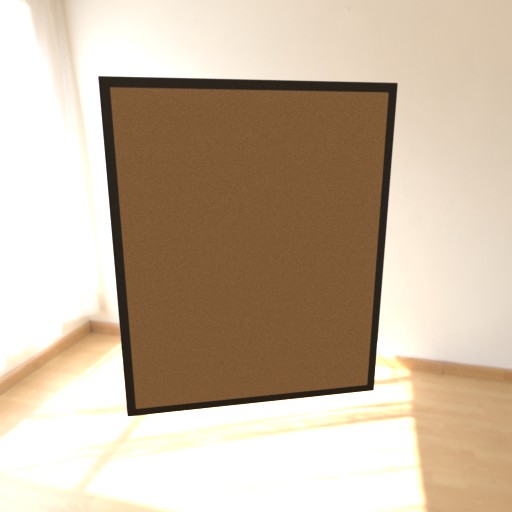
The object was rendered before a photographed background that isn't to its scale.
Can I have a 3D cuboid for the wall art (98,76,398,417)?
[{"bbox_3d":[0.000,0.000,0.784,0.481,0.582,0.018,-3,15,-10],"label":"wall art"}]
